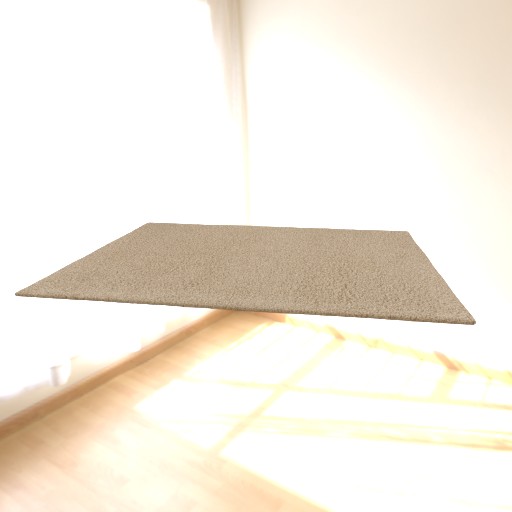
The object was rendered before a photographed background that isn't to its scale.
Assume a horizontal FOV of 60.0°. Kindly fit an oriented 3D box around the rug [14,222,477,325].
[{"bbox_3d":[0.000,0.000,4.007,3.047,0.029,2.438,3,16,9],"label":"rug"}]
